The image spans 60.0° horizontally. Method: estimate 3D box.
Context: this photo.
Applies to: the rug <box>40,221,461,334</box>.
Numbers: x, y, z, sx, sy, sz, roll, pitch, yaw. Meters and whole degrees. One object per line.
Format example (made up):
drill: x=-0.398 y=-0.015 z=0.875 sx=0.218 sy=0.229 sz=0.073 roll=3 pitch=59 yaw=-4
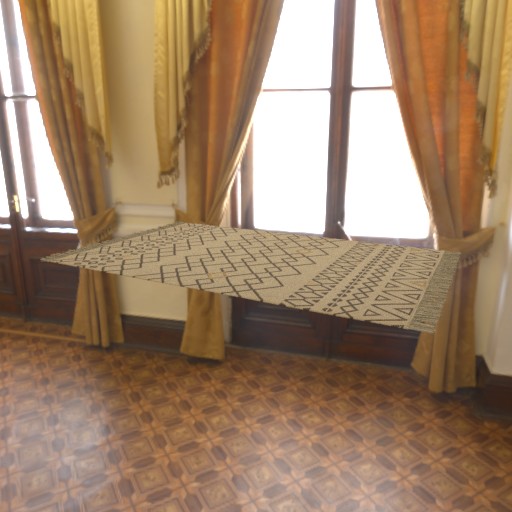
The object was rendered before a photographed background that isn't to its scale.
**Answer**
rug: x=0.000 y=0.000 z=3.010 sx=2.472 sy=0.035 sz=1.495 roll=8 pitch=17 yaw=27
